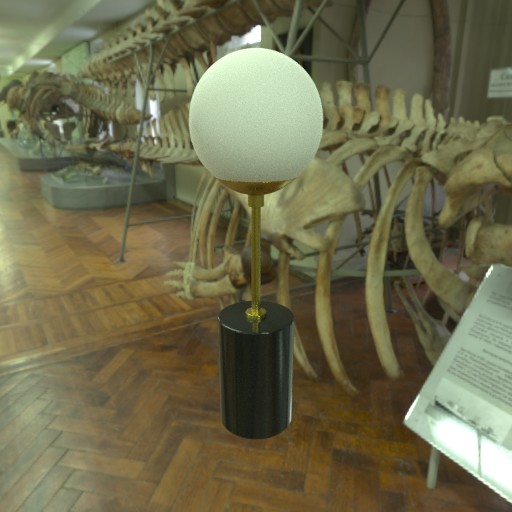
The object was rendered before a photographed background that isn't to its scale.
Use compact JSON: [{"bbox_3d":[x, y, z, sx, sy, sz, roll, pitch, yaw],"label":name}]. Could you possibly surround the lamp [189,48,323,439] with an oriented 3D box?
[{"bbox_3d":[0.000,0.000,0.562,0.153,0.480,0.153,0,18,0],"label":"lamp"}]
